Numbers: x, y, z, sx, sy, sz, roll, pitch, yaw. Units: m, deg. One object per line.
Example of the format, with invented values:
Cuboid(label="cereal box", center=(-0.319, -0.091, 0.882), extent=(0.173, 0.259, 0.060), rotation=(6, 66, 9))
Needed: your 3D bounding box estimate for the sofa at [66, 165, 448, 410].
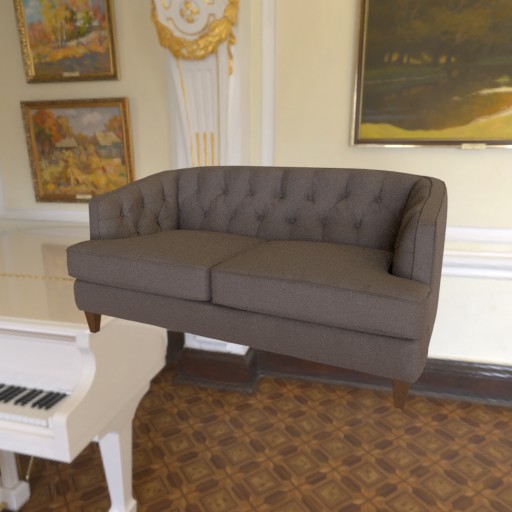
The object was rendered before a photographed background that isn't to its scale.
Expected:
Cuboid(label="sofa", center=(0.000, 0.000, 2.242), extent=(1.733, 0.855, 0.941), rotation=(7, 16, 26))
